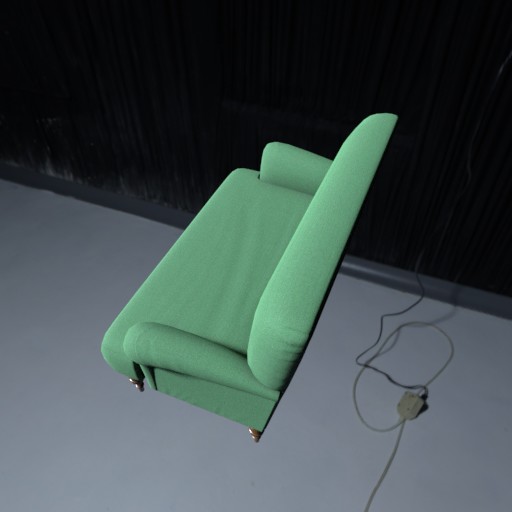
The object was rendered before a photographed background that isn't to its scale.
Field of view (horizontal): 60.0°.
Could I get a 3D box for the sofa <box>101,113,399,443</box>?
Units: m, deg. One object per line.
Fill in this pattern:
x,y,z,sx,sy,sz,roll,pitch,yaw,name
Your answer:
0.000,0.000,1.844,0.779,0.889,1.297,18,49,16,sofa
